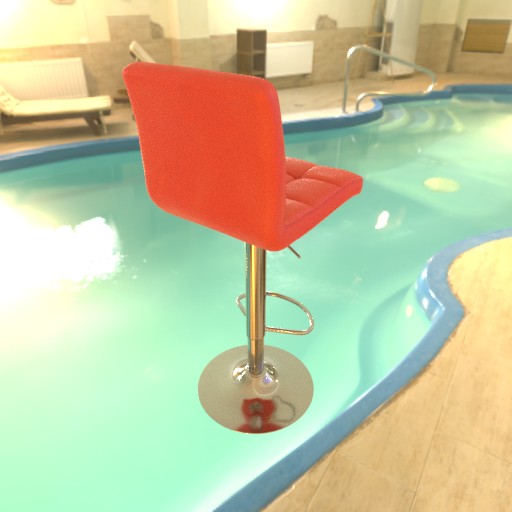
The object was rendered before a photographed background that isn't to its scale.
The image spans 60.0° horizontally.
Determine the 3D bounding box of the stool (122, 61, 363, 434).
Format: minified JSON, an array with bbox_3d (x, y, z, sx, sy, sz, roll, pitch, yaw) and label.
[{"bbox_3d":[0.000,0.000,1.347,0.430,1.115,0.505,22,37,31],"label":"stool"}]
